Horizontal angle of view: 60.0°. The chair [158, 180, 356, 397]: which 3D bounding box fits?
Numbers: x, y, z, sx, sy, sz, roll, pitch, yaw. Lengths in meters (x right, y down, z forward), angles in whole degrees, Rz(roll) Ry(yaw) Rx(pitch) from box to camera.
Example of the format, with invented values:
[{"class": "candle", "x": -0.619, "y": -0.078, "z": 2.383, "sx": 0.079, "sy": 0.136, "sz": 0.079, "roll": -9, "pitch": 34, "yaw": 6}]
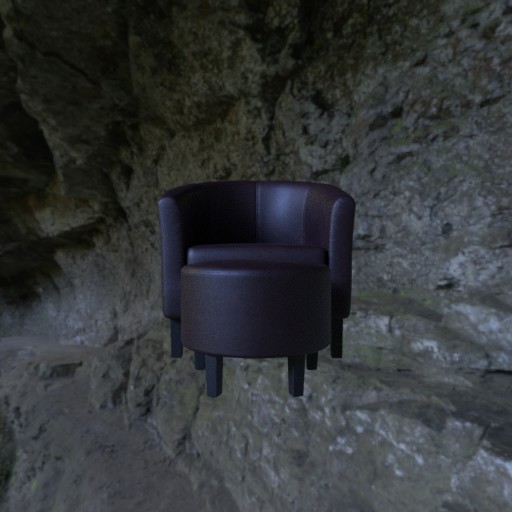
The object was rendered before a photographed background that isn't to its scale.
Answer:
[{"class": "chair", "x": 0.000, "y": 0.000, "z": 1.719, "sx": 0.737, "sy": 0.755, "sz": 1.176, "roll": 0, "pitch": 1, "yaw": 0}]
